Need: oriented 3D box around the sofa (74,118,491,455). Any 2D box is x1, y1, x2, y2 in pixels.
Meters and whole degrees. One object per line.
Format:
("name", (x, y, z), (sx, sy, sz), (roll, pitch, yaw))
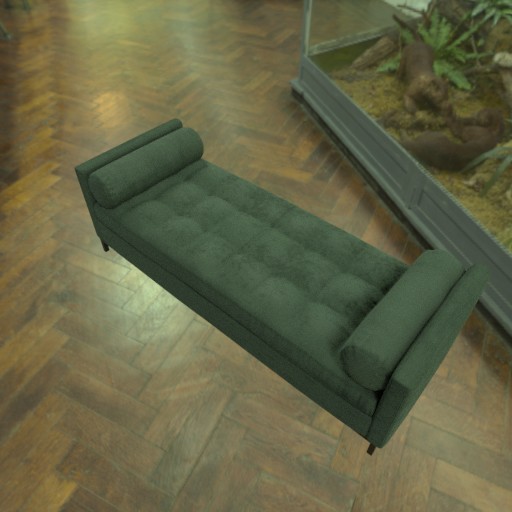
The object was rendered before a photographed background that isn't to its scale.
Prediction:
("sofa", (0.000, 0.000, 2.455), (2.130, 0.681, 0.817), (32, 53, 28))
